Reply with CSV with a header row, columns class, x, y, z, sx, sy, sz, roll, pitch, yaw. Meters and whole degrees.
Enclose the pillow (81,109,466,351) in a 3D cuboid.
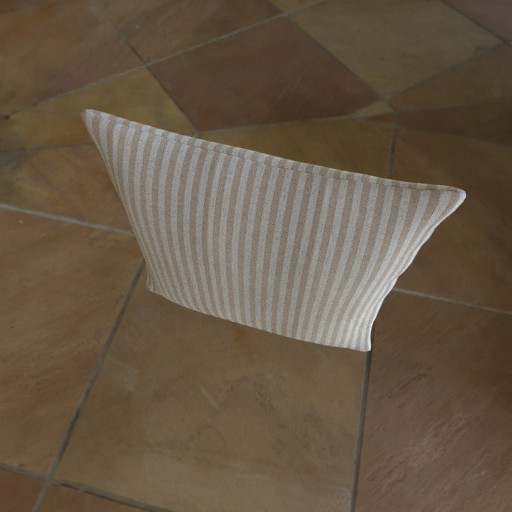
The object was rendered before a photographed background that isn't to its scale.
class,x,y,z,sx,sy,sz,roll,pitch,yaw
pillow,0.000,0.000,0.782,0.523,0.510,0.166,14,59,9
